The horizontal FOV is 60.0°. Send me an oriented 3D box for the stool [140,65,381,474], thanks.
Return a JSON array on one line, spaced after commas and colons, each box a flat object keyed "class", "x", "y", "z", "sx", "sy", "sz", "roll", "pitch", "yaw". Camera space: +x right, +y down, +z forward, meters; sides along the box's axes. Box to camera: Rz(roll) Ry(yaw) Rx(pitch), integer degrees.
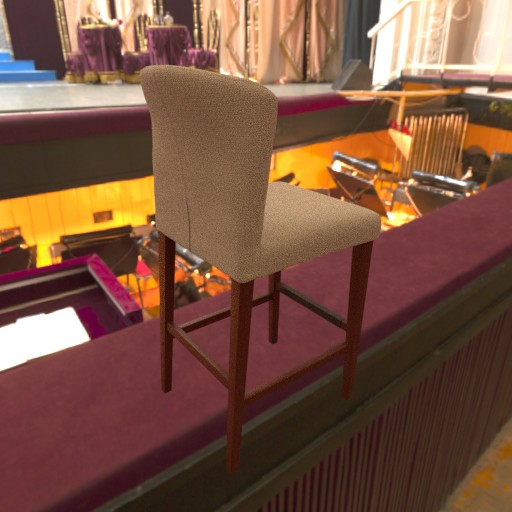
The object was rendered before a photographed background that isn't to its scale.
[{"class": "stool", "x": 0.000, "y": 0.000, "z": 1.341, "sx": 0.568, "sy": 1.069, "sz": 0.481, "roll": -17, "pitch": 30, "yaw": -33}]
